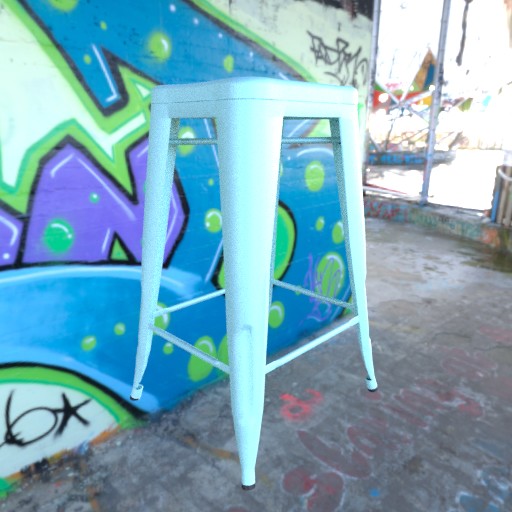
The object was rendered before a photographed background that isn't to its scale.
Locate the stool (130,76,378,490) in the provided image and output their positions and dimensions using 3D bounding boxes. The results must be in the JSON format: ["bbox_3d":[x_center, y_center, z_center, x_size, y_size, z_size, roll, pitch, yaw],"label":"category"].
[{"bbox_3d":[0.000,0.000,0.851,0.359,0.609,0.399,15,22,42],"label":"stool"}]
